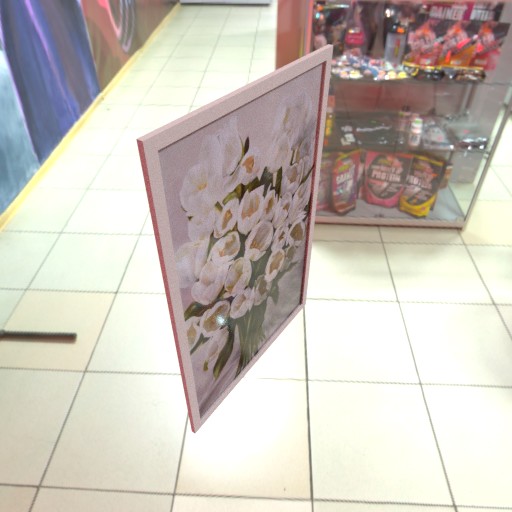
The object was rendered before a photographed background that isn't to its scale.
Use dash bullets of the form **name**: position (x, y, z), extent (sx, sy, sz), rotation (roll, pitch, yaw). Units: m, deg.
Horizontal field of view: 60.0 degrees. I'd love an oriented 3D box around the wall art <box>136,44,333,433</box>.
- **wall art**: position (0.000, 0.000, 1.247), extent (0.015, 0.965, 0.660), rotation (25, 47, 26)
